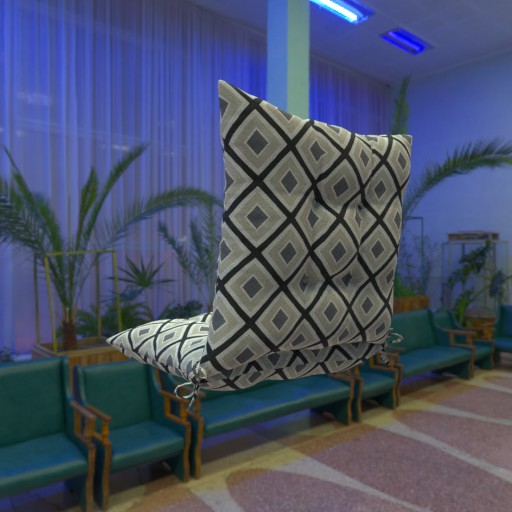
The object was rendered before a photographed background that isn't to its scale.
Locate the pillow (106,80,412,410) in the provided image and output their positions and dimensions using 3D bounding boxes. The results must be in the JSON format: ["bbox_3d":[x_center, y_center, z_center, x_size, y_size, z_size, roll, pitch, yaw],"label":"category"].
[{"bbox_3d":[0.000,0.000,1.025,0.541,0.536,0.585,0,-1,-36],"label":"pillow"}]
